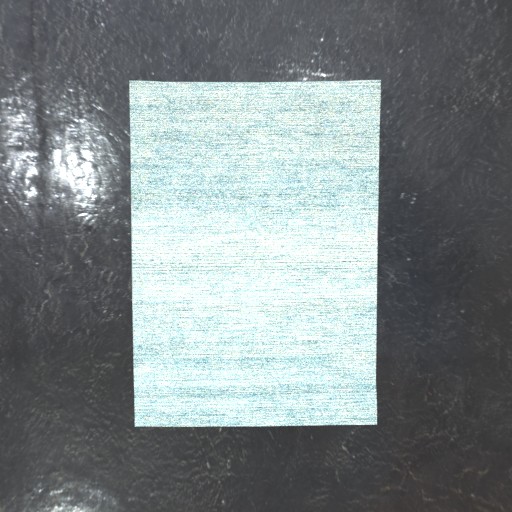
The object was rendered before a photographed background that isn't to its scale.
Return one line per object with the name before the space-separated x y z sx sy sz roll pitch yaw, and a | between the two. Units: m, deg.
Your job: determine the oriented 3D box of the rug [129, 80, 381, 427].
rug | 0.000 0.000 2.880 1.611 0.026 2.260 0 93 -1
